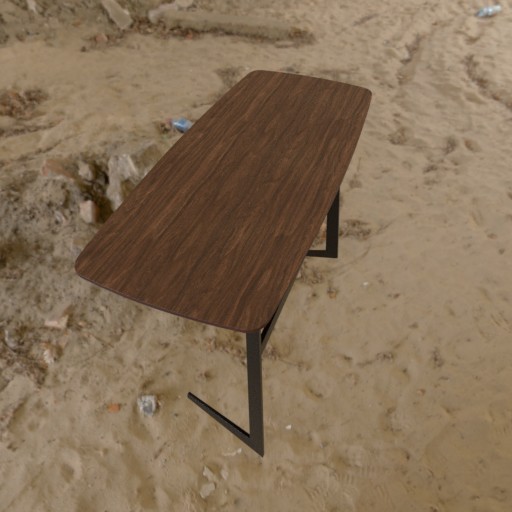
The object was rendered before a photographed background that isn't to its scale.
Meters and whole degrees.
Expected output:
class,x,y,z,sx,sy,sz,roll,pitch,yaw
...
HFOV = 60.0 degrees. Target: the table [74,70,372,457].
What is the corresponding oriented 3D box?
class,x,y,z,sx,sy,sz,roll,pitch,yaw
table,0.000,0.000,1.111,0.361,0.576,0.804,16,48,15
